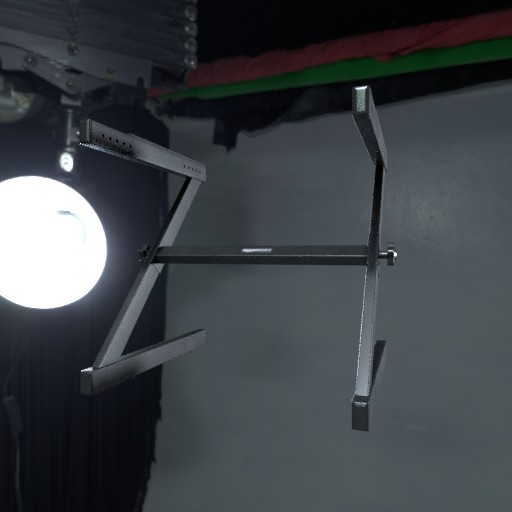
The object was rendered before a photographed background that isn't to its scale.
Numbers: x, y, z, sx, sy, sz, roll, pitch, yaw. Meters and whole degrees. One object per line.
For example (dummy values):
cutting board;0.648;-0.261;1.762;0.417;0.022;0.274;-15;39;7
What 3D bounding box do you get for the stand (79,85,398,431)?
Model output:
stand;0.000;0.000;1.152;0.700;0.617;0.586;0;1;19
